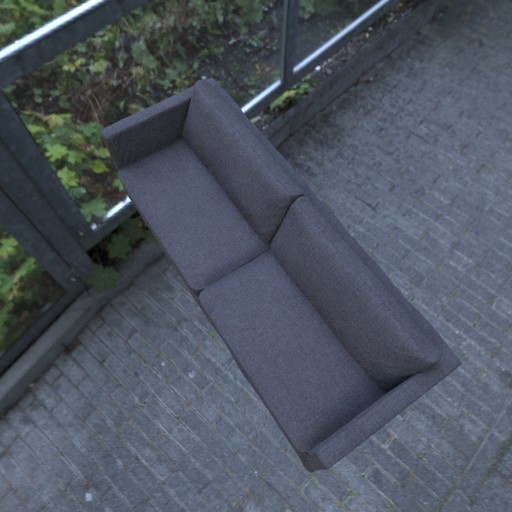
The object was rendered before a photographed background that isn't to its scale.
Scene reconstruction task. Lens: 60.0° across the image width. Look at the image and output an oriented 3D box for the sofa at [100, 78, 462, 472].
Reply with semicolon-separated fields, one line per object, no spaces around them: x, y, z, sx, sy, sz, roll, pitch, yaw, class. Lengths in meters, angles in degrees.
0.000;0.000;3.210;1.036;0.998;2.779;-31;68;-14;sofa
